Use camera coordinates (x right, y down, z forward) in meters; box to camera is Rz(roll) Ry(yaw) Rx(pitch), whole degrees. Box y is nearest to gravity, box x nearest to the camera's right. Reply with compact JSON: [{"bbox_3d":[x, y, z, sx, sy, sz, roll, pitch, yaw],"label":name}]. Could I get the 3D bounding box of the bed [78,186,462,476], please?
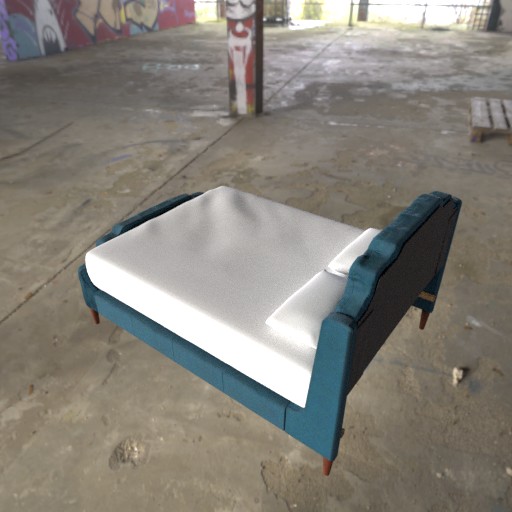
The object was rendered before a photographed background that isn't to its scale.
[{"bbox_3d":[0.000,0.000,3.331,2.322,1.351,1.676,22,39,31],"label":"bed"}]
